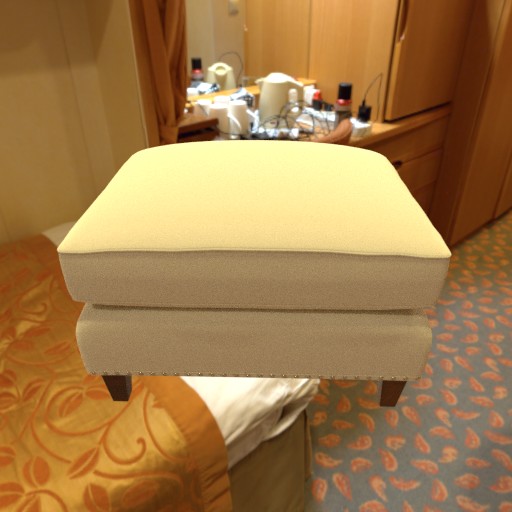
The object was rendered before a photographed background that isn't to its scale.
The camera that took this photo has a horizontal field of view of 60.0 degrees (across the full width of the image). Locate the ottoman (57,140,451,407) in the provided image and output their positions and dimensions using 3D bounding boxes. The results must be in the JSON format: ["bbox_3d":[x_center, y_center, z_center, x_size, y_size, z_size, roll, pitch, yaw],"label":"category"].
[{"bbox_3d":[0.000,0.000,1.139,0.741,0.513,0.584,1,31,1],"label":"ottoman"}]
